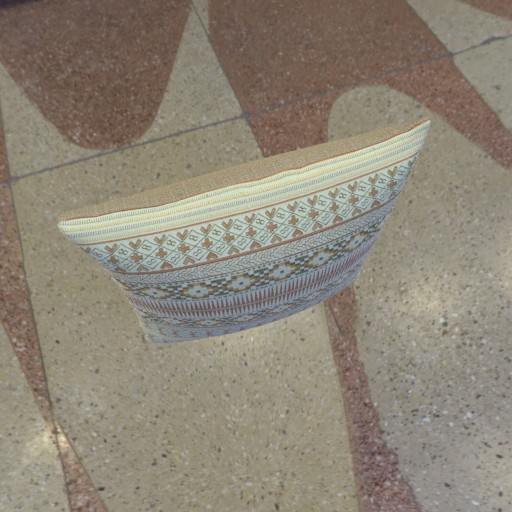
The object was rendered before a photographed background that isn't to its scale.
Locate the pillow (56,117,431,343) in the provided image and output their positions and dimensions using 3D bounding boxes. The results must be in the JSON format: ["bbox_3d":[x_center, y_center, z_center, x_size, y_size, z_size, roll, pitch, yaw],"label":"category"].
[{"bbox_3d":[0.000,0.000,0.799,0.521,0.519,0.215,-17,64,-8],"label":"pillow"}]
